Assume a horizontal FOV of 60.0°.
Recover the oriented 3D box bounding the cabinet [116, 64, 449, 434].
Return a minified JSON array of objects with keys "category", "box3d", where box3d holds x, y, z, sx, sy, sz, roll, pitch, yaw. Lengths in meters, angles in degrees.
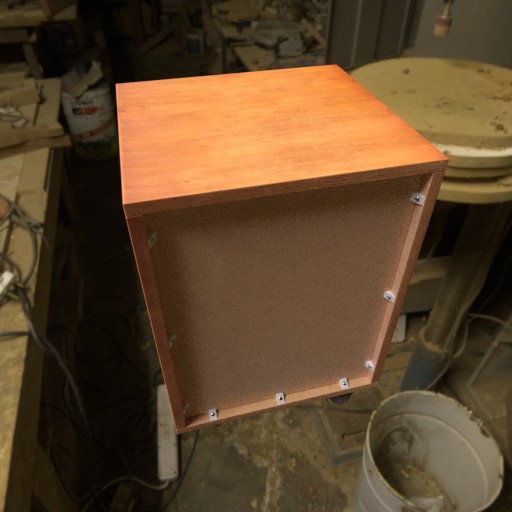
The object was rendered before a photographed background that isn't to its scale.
[{"category":"cabinet","box3d":[0.000,0.000,0.865,0.409,0.579,0.401,-10,42,-11]}]
